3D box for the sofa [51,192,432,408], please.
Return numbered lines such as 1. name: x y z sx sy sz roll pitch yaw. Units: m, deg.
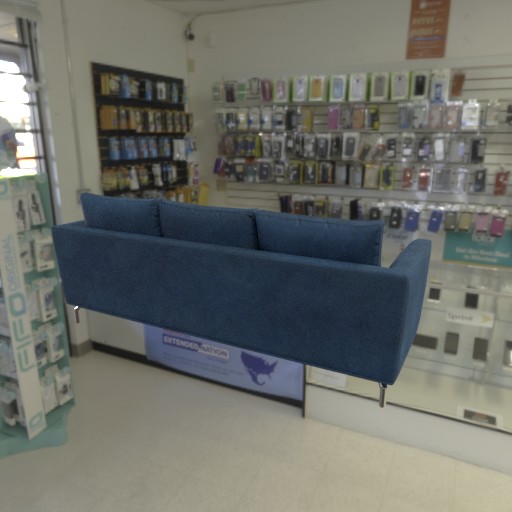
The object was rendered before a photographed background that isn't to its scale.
1. sofa: 0.000 0.000 3.330 2.438 0.987 1.622 8 17 27
